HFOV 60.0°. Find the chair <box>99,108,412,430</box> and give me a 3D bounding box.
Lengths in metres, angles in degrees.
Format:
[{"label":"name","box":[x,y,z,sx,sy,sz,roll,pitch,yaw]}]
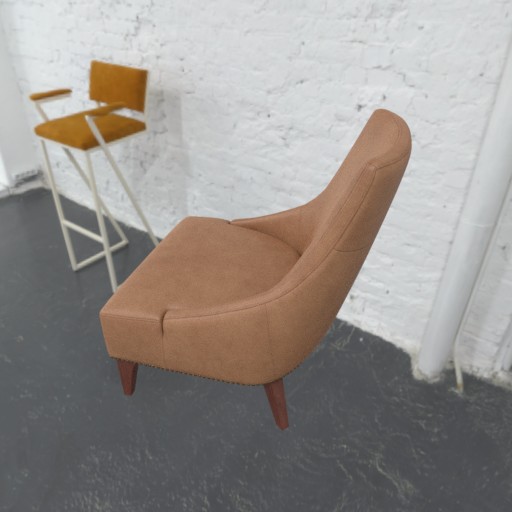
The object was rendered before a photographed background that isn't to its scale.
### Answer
[{"label":"chair","box":[0.000,0.000,1.504,0.861,0.909,0.701,8,33,13]}]
